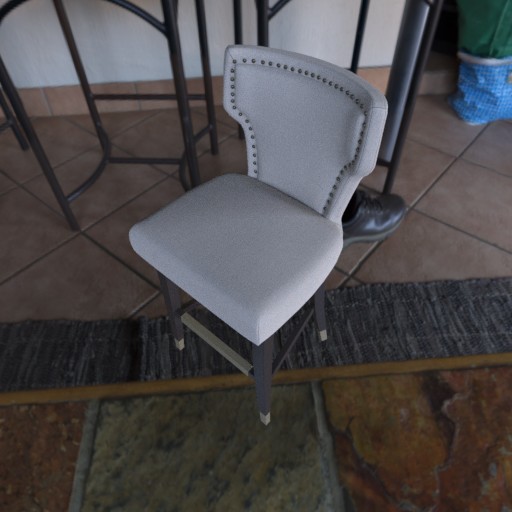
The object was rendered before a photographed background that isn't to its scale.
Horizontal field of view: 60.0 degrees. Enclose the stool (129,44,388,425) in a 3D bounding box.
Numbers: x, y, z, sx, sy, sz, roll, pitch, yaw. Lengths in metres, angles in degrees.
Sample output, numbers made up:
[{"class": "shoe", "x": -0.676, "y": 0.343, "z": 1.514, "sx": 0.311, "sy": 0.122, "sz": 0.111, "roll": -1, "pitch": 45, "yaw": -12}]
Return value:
[{"class": "stool", "x": 0.000, "y": 0.000, "z": 1.417, "sx": 0.526, "sy": 1.092, "sz": 0.563, "roll": 33, "pitch": 55, "yaw": 27}]
